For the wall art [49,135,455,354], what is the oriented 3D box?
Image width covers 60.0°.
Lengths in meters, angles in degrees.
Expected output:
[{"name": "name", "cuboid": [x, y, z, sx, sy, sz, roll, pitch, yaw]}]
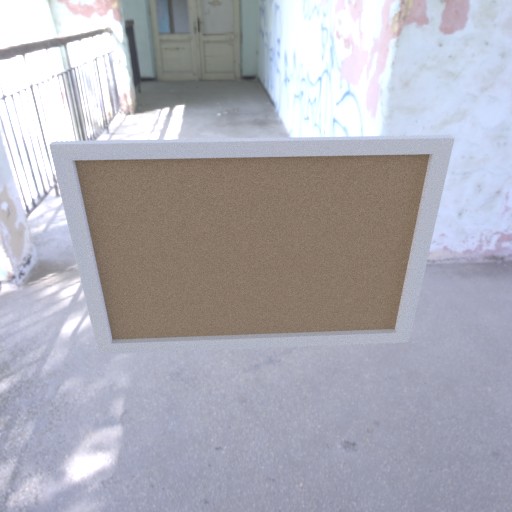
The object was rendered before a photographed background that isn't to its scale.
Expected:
[{"name": "wall art", "cuboid": [0.000, 0.000, 1.454, 1.144, 0.767, 0.038, -2, 30, -3]}]
